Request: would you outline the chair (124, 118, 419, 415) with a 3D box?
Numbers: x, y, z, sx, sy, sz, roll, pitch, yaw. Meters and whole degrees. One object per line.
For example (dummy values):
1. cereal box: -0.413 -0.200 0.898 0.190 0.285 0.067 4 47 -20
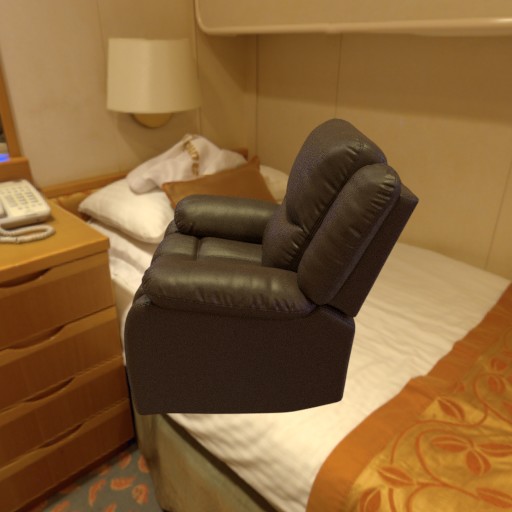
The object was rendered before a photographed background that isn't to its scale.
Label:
1. chair: 0.000 0.000 1.768 0.934 1.009 0.899 0 26 0
